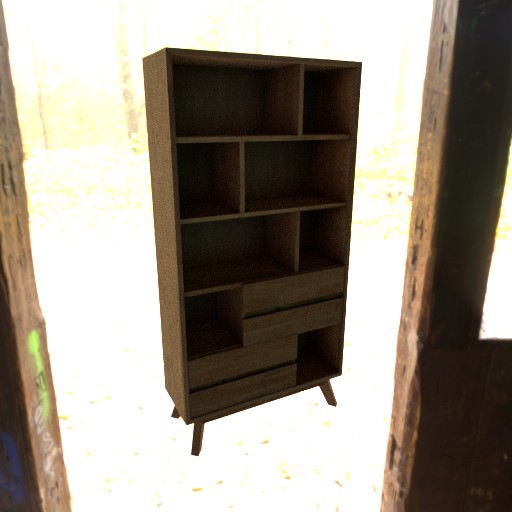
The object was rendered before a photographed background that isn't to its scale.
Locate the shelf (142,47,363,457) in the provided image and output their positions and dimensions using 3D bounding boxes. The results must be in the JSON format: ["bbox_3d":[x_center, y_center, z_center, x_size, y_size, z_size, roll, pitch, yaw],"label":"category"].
[{"bbox_3d":[0.000,0.000,1.804,0.748,1.471,0.308,-9,19,-26],"label":"shelf"}]
